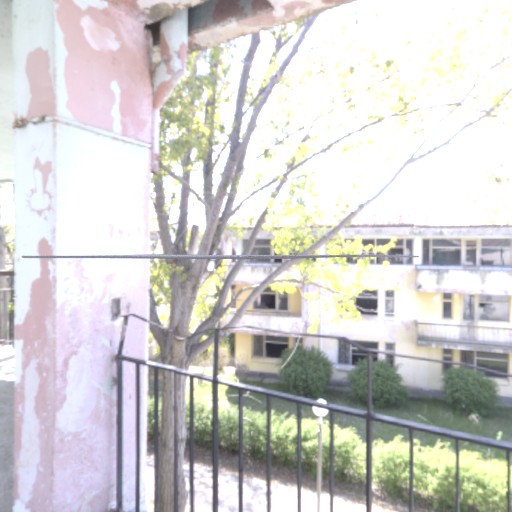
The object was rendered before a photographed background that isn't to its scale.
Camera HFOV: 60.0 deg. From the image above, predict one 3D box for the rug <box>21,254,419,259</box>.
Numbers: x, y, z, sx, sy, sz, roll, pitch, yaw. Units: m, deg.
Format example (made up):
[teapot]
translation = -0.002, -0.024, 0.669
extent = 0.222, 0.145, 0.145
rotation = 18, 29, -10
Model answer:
[rug]
translation = 0.000, 0.000, 2.257
extent = 1.159, 0.021, 1.789
rotation = 0, 0, 35
